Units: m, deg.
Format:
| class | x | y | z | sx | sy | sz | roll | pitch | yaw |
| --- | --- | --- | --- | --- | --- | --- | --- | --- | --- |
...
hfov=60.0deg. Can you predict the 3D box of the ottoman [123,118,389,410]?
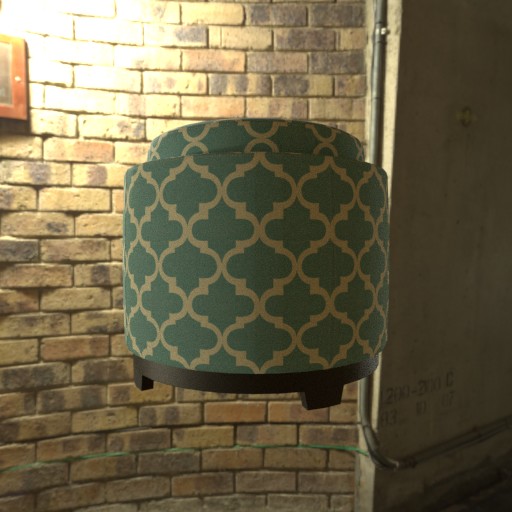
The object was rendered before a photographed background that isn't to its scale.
| class | x | y | z | sx | sy | sz | roll | pitch | yaw |
| --- | --- | --- | --- | --- | --- | --- | --- | --- | --- |
| ottoman | 0.000 | 0.000 | 0.833 | 0.480 | 0.429 | 0.480 | 0 | 1 | 0 |
